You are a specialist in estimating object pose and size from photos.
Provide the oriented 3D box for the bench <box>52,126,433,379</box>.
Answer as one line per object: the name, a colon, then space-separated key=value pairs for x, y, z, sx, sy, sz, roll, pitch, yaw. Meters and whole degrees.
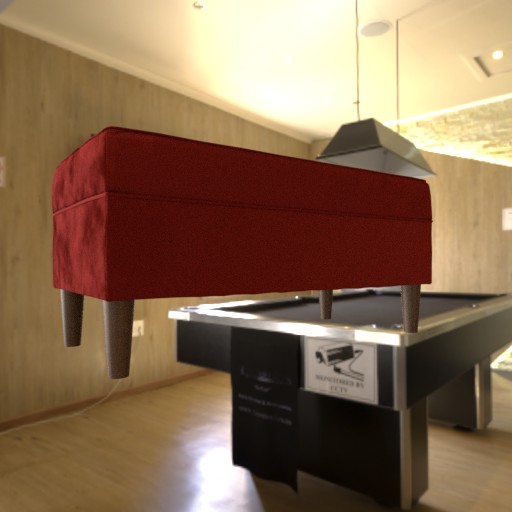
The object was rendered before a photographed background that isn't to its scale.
bench: x=0.000 y=0.000 z=1.273 sx=1.016 sy=0.471 sz=0.492 roll=0 pitch=-1 yaw=-35
